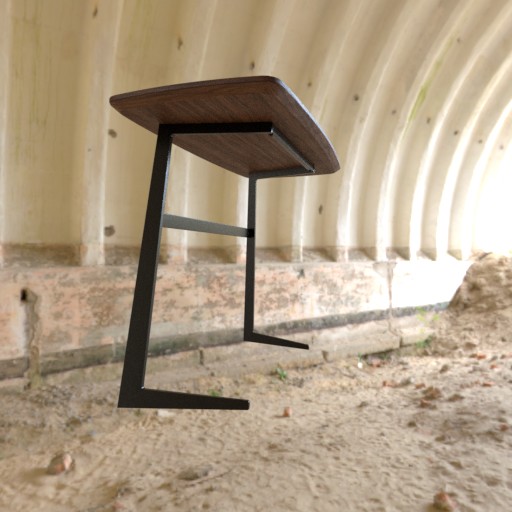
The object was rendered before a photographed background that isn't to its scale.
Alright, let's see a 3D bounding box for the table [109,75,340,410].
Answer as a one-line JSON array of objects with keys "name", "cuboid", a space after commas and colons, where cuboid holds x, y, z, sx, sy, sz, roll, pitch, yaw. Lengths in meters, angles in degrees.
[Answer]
[{"name": "table", "cuboid": [0.000, 0.000, 1.122, 0.361, 0.576, 0.804, 0, 0, 18]}]
